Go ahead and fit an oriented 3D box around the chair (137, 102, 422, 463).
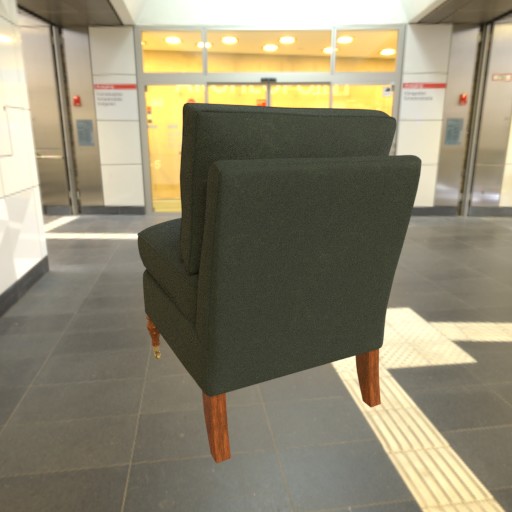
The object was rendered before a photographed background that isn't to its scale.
[{"bbox_3d":[0.000,0.000,1.679,0.724,1.052,0.912,-8,17,-27],"label":"chair"}]
